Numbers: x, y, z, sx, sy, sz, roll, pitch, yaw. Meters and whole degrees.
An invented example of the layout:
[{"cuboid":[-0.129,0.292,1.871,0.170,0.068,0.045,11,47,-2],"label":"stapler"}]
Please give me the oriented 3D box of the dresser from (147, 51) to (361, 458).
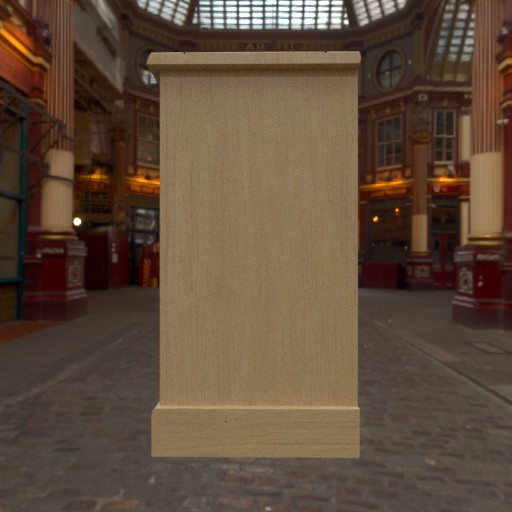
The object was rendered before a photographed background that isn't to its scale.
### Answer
[{"cuboid":[0.000,0.000,1.366,0.440,0.835,0.915,0,0,1],"label":"dresser"}]
